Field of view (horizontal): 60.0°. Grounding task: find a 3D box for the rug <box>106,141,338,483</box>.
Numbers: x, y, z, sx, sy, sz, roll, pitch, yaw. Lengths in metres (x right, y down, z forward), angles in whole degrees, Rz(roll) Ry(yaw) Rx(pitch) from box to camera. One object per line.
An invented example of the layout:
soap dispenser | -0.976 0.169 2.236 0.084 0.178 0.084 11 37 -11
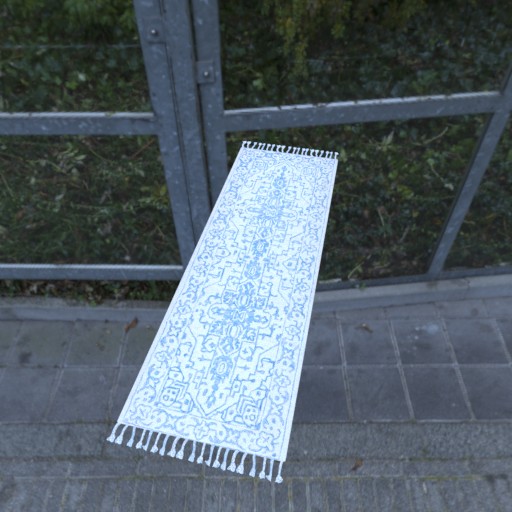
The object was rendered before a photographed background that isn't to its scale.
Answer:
rug | 0.000 0.000 2.679 0.774 0.011 2.449 9 47 9
